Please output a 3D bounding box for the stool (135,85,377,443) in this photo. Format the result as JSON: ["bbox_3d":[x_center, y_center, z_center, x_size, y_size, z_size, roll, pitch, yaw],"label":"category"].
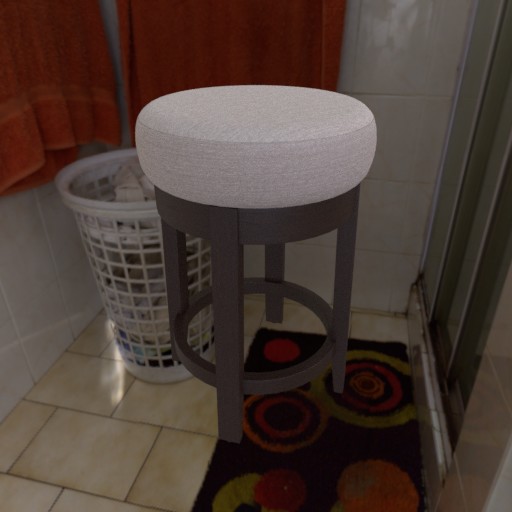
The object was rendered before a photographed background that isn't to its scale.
[{"bbox_3d":[0.000,0.000,0.966,0.443,0.672,0.443,0,29,0],"label":"stool"}]
